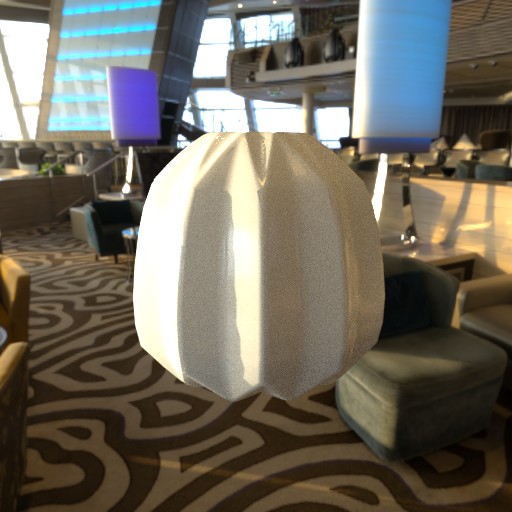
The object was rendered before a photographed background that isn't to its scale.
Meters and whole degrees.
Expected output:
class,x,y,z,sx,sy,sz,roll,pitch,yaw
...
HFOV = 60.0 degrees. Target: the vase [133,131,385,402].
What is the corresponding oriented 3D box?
class,x,y,z,sx,sy,sz,roll,pitch,yaw
vase,0.000,0.000,0.249,0.139,0.134,0.139,0,15,0
